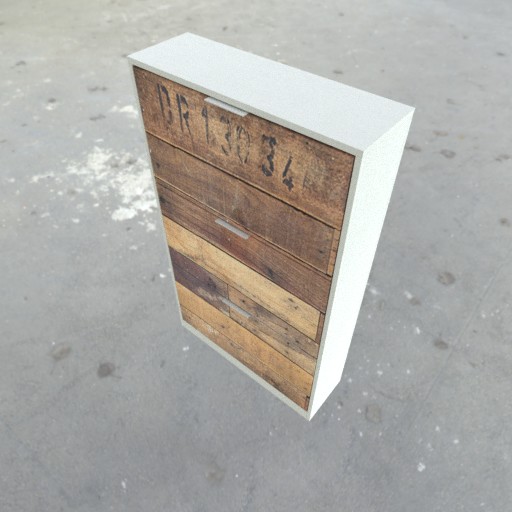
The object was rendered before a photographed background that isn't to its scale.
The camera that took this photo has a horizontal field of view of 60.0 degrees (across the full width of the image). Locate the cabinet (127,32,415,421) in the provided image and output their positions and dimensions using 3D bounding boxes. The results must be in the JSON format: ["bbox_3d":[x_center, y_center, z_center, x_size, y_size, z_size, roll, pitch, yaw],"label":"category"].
[{"bbox_3d":[0.000,0.000,1.585,0.750,1.280,0.250,31,53,26],"label":"cabinet"}]
